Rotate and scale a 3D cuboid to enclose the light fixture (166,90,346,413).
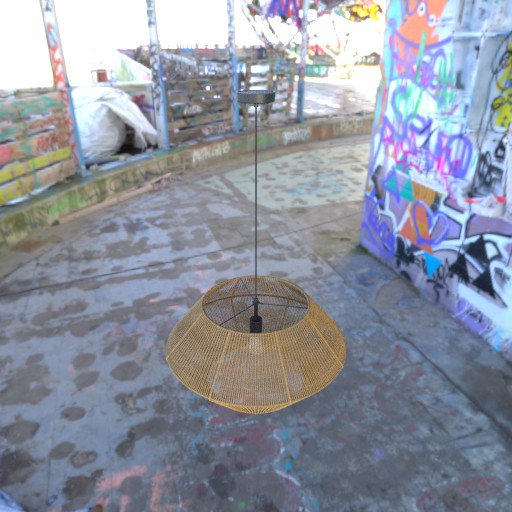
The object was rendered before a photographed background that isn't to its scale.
[{"bbox_3d":[0.000,0.000,1.445,0.643,1.009,0.643,0,26,0],"label":"light fixture"}]
